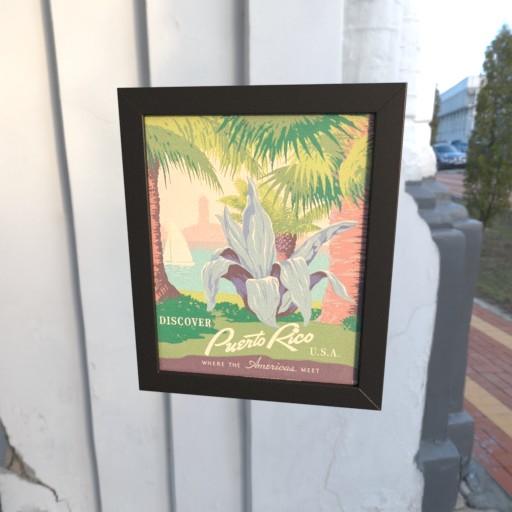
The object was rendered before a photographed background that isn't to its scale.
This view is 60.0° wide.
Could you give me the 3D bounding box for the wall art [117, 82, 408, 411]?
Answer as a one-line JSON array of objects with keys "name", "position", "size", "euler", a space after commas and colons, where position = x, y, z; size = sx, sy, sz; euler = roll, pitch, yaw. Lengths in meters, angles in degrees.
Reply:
[{"name": "wall art", "position": [0.000, 0.000, 0.806], "size": [0.481, 0.582, 0.018], "euler": [2, 15, 8]}]
